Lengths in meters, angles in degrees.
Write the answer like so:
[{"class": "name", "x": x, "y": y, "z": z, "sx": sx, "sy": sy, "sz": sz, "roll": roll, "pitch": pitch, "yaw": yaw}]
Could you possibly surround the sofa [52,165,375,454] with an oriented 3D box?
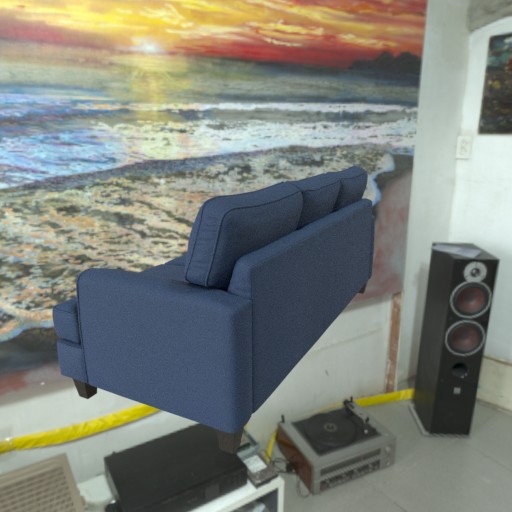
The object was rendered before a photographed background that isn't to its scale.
[{"class": "sofa", "x": 0.000, "y": 0.000, "z": 2.629, "sx": 0.951, "sy": 0.965, "sz": 2.158, "roll": 8, "pitch": 17, "yaw": 26}]
